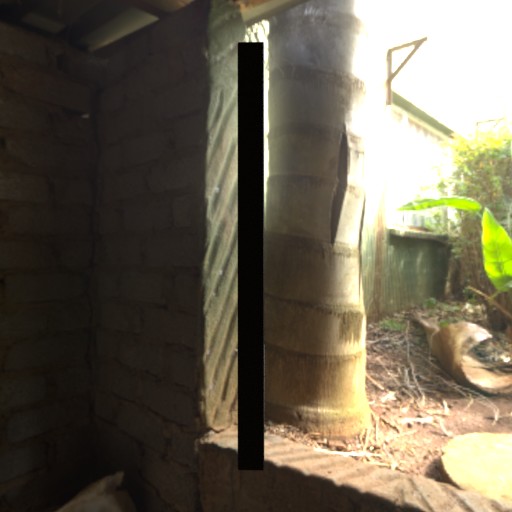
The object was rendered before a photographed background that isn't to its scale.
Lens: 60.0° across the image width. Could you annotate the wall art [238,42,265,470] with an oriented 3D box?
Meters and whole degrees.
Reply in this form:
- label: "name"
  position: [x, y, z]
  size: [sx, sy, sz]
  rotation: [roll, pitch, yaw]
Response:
- label: "wall art"
  position: [0.000, 0.000, 0.752]
  size: [0.029, 0.458, 0.559]
  rotation: [0, 0, 1]
